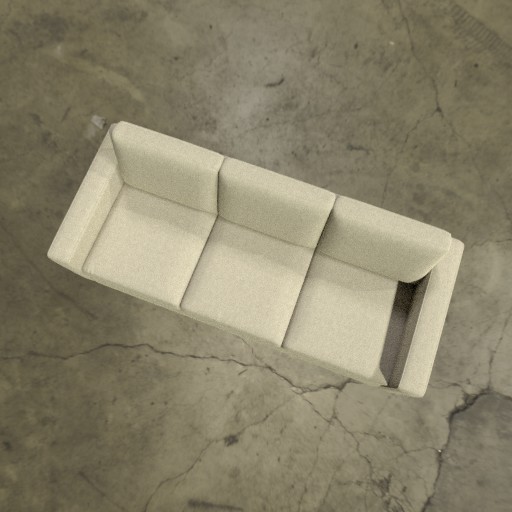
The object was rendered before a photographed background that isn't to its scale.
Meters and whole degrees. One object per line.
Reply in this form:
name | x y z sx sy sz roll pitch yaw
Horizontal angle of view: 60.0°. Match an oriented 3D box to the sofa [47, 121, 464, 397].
sofa | 0.000 0.000 2.593 2.160 0.800 0.900 20 77 5
